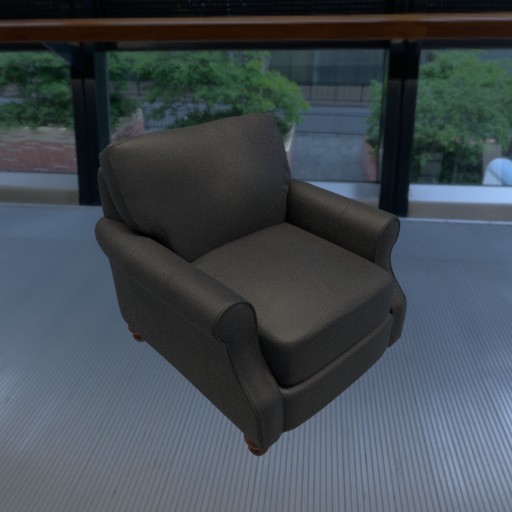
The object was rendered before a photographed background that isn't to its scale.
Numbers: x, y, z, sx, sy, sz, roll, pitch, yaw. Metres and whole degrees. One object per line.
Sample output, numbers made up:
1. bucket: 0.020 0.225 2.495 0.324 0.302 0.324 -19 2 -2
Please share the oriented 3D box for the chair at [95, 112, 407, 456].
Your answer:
1. chair: 0.000 0.000 1.782 1.015 0.960 1.027 -21 36 -32
